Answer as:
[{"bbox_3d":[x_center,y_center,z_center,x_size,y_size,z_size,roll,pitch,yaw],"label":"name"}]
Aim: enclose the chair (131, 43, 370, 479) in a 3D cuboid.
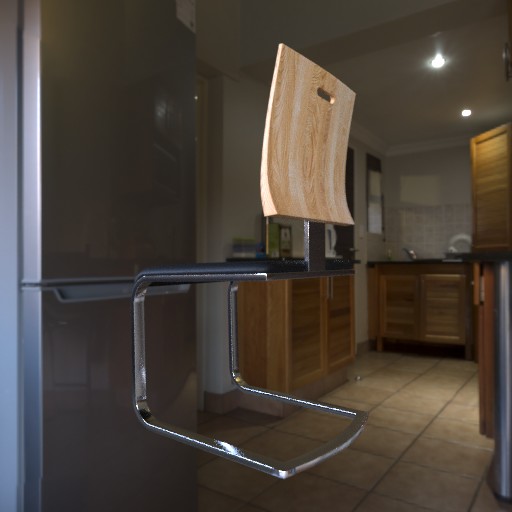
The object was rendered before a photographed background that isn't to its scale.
[{"bbox_3d":[0.000,0.000,1.253,0.560,0.936,0.462,0,0,37],"label":"chair"}]
